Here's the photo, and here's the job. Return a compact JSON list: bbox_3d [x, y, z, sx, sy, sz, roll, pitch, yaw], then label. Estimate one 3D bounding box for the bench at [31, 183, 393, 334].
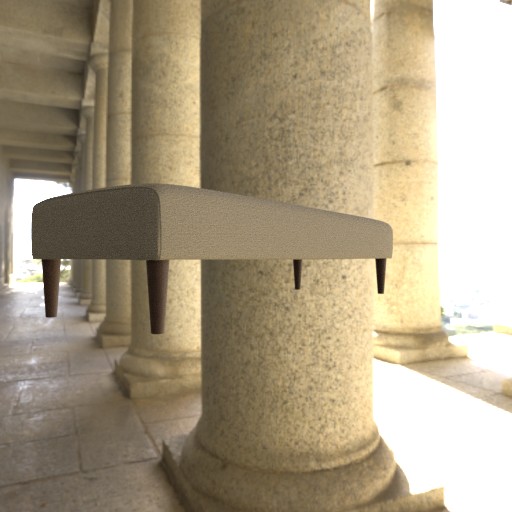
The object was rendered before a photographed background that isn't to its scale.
[{"bbox_3d":[0.000,0.000,1.873,0.646,0.393,1.609,0,0,37],"label":"bench"}]
